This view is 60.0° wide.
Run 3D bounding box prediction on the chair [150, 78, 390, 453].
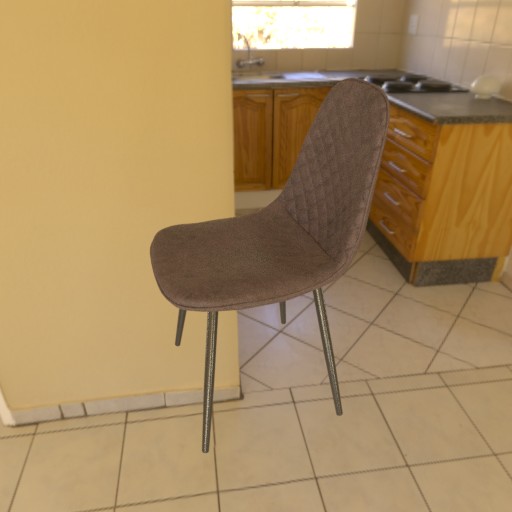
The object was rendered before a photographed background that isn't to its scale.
[{"bbox_3d":[0.000,0.000,1.222,0.561,0.889,0.472,-9,31,-16],"label":"chair"}]
